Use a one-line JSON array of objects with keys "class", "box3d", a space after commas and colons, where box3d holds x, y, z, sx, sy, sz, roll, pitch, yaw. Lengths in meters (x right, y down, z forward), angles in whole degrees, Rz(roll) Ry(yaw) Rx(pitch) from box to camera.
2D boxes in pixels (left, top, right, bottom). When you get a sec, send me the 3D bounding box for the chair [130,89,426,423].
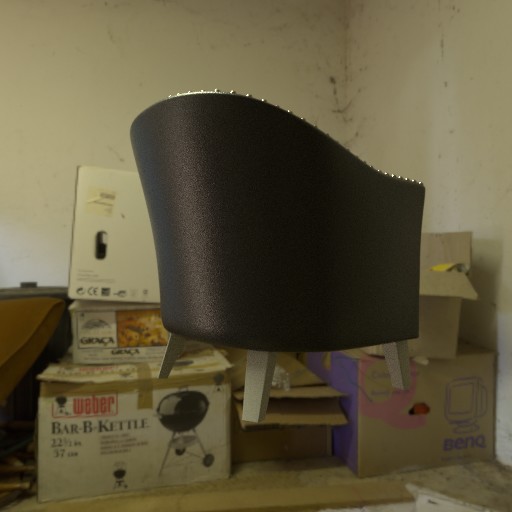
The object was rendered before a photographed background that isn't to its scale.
[{"class": "chair", "box3d": [0.000, 0.000, 1.427, 0.748, 0.823, 0.794, 0, 0, -38]}]
